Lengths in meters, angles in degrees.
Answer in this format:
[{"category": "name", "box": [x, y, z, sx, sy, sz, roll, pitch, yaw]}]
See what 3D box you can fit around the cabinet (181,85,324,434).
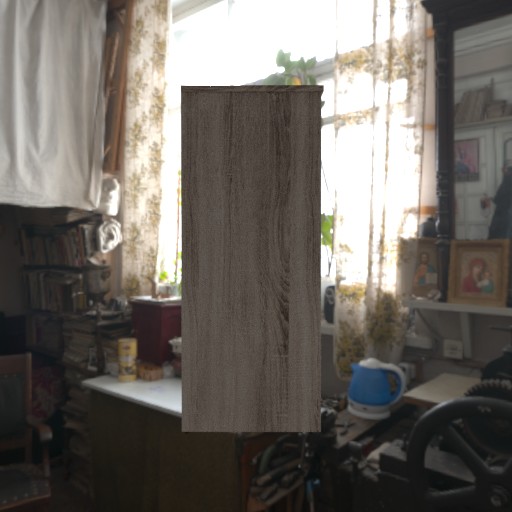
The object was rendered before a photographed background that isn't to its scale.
[{"category": "cabinet", "box": [0.000, 0.000, 1.866, 0.380, 0.900, 1.450, 0, 1, 0]}]
